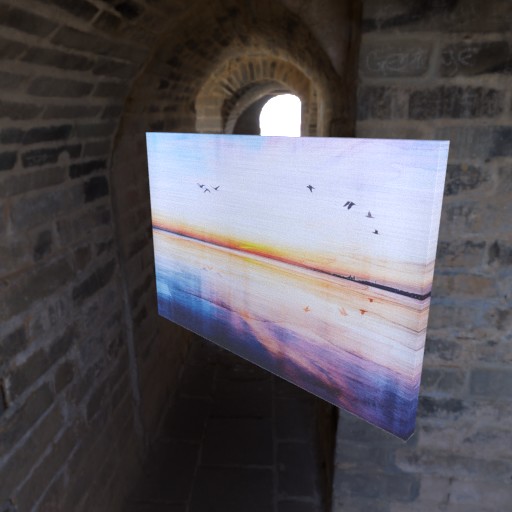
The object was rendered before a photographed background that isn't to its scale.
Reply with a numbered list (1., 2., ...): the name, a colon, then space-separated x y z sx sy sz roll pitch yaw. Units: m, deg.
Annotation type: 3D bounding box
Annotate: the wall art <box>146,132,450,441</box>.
1. wall art: 0.000 0.000 1.151 0.911 0.605 0.037 16 23 42
